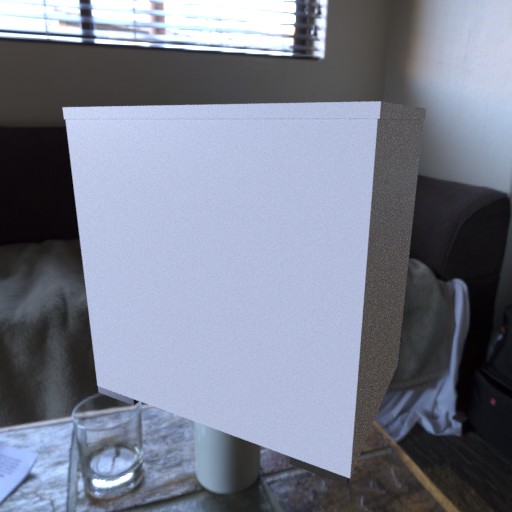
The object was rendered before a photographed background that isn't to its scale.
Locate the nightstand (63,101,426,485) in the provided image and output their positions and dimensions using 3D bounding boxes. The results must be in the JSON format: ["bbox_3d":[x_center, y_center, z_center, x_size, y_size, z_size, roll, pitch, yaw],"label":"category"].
[{"bbox_3d":[0.000,0.000,0.727,0.441,0.460,0.325,9,19,26],"label":"nightstand"}]
